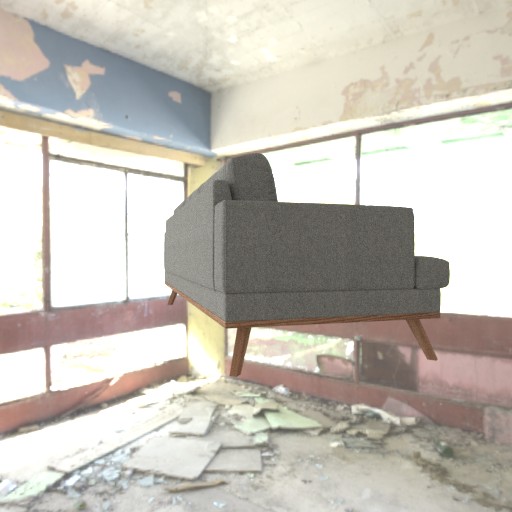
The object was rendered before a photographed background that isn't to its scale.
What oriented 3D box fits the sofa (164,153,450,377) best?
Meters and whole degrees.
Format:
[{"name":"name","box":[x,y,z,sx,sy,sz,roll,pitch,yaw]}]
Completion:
[{"name":"sofa","box":[0.000,0.000,2.701,0.920,0.810,2.310,0,0,-17]}]
